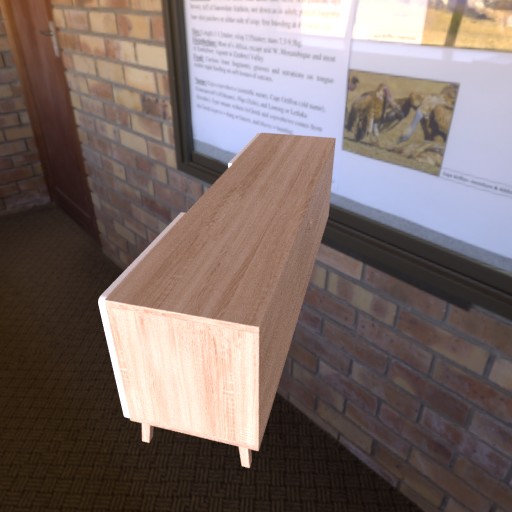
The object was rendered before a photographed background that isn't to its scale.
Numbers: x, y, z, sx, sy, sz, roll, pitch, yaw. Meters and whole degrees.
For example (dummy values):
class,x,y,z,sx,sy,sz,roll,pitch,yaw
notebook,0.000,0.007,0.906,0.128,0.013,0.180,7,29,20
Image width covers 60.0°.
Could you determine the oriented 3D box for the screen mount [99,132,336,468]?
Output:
class,x,y,z,sx,sy,sz,roll,pitch,yaw
screen mount,0.000,0.000,1.783,0.420,0.570,1.500,8,32,13
